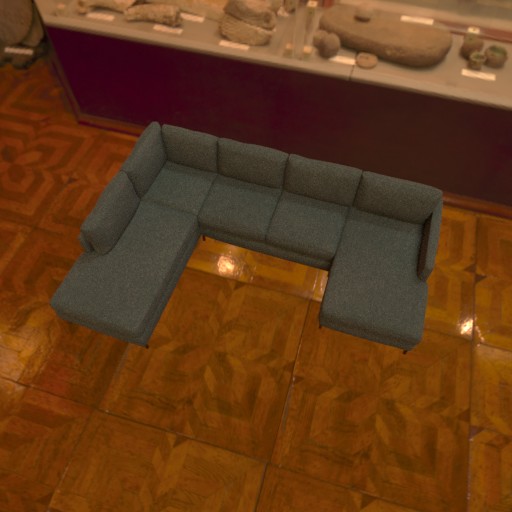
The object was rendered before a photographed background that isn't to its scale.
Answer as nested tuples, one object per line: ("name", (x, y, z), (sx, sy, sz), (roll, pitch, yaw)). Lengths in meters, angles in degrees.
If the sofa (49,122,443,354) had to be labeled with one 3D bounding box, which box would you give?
("sofa", (0.000, 0.000, 3.875), (2.956, 0.813, 2.007), (16, 59, 10))
